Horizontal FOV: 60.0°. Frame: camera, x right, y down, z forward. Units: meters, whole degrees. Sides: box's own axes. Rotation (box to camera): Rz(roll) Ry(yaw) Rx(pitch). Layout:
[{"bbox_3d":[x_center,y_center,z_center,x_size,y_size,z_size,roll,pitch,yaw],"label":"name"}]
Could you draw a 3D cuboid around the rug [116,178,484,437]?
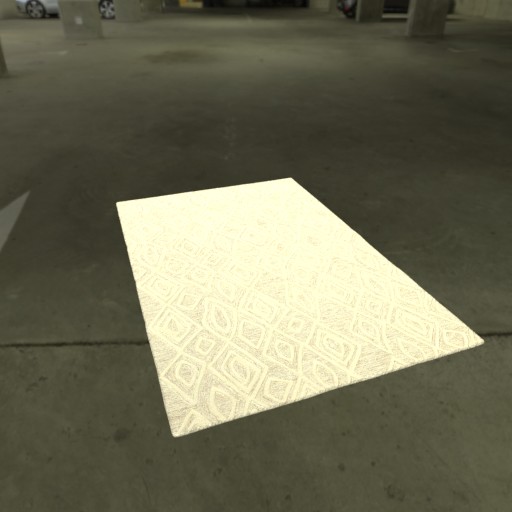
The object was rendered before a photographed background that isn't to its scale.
[{"bbox_3d":[0.000,0.000,2.267,1.224,0.016,1.832,-11,33,-17],"label":"rug"}]
